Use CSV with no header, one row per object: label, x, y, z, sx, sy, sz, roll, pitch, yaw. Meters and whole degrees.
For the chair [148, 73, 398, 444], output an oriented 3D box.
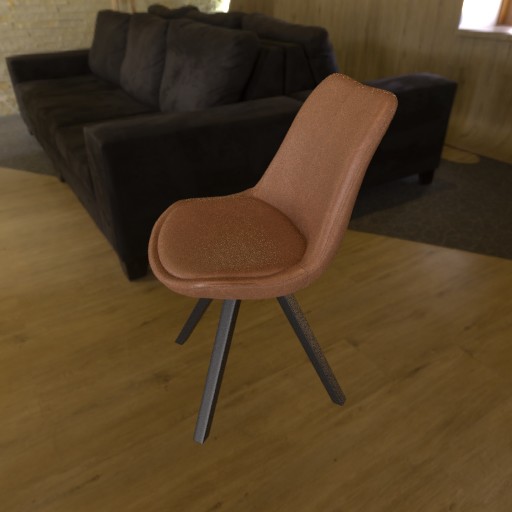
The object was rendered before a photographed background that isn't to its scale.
chair,0.000,0.000,1.177,0.550,0.850,0.475,-8,32,-14
